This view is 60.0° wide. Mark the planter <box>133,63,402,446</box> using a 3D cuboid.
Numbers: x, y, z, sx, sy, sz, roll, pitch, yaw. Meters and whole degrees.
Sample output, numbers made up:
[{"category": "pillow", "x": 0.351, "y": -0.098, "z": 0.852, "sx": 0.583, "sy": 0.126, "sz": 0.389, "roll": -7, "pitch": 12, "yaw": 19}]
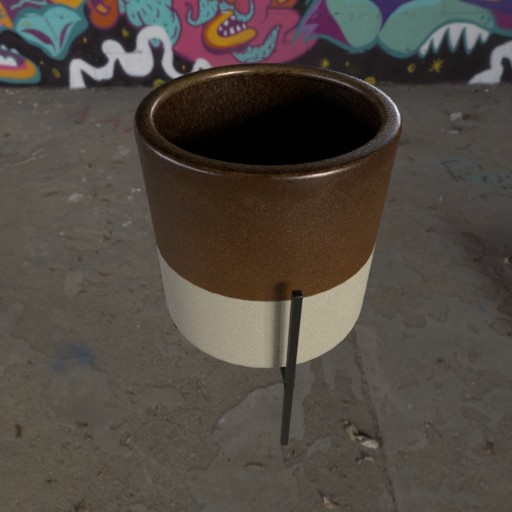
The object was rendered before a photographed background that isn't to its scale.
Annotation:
[{"category": "planter", "x": 0.000, "y": 0.000, "z": 0.537, "sx": 0.269, "sy": 0.375, "sz": 0.255, "roll": 12, "pitch": 43, "yaw": 14}]
